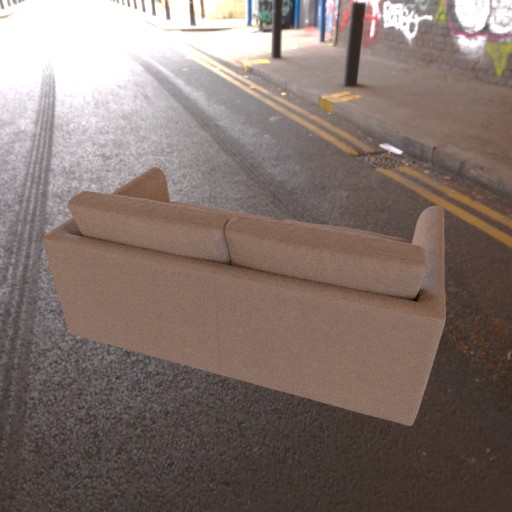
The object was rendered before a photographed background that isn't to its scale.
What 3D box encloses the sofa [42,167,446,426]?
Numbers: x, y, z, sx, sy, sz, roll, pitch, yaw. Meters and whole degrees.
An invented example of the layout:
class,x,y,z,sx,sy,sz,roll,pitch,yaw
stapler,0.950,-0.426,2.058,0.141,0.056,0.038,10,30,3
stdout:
class,x,y,z,sx,sy,sz,roll,pitch,yaw
sofa,0.000,0.000,2.480,1.905,0.839,1.091,11,33,16
